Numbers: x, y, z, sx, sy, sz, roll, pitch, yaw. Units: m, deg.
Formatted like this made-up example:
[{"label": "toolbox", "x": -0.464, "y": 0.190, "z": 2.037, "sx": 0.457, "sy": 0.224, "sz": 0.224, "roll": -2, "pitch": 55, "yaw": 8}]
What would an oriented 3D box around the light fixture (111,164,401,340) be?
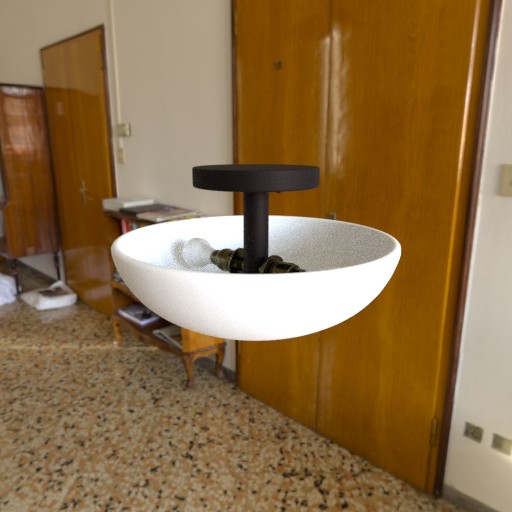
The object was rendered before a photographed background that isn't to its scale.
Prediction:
[{"label": "light fixture", "x": 0.000, "y": 0.000, "z": 0.536, "sx": 0.331, "sy": 0.212, "sz": 0.331, "roll": 0, "pitch": 14, "yaw": 0}]
